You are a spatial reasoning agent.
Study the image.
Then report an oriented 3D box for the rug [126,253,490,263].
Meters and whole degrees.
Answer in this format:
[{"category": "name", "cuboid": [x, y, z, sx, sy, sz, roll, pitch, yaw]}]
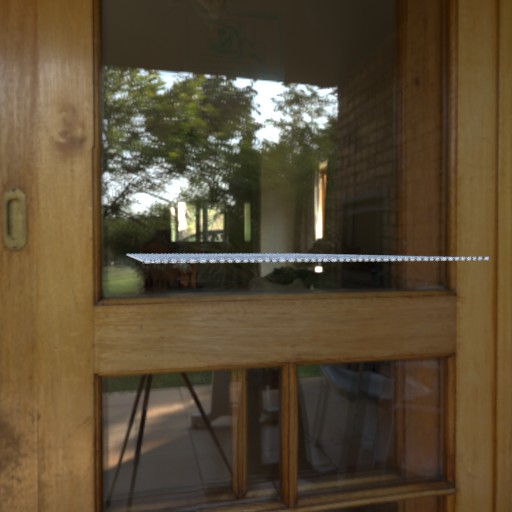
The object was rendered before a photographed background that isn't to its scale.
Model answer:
[{"category": "rug", "cuboid": [0.000, 0.000, 2.968, 1.613, 0.017, 2.312, 0, 1, -18]}]
